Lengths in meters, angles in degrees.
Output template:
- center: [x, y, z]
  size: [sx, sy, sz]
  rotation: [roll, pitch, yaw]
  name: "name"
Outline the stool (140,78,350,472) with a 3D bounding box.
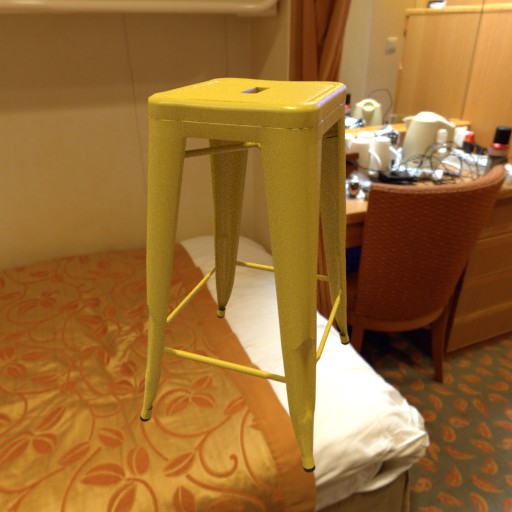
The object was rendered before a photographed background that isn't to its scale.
- center: [0.000, 0.000, 0.855]
  size: [0.359, 0.609, 0.399]
  rotation: [9, 29, 17]
  name: "stool"
